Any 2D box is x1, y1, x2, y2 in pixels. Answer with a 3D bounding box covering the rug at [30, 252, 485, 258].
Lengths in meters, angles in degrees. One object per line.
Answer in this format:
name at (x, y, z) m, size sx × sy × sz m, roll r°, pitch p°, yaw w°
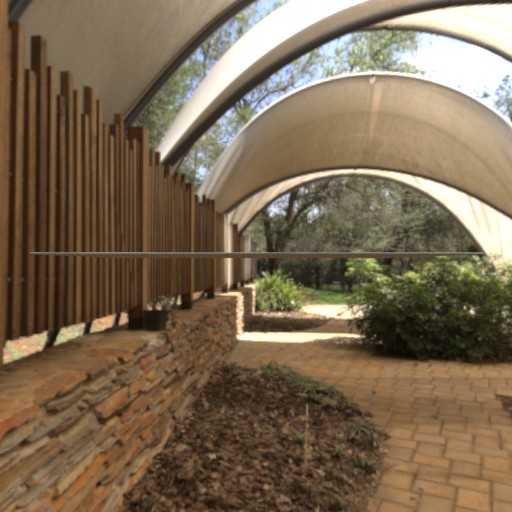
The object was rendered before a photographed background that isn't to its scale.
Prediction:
rug at (0.000, 0.000, 2.963) m, size 2.284 × 0.008 × 1.522 m, roll 0°, pitch -1°, yaw -1°
